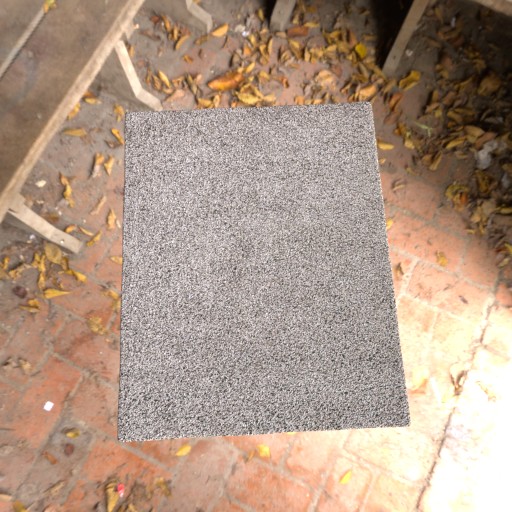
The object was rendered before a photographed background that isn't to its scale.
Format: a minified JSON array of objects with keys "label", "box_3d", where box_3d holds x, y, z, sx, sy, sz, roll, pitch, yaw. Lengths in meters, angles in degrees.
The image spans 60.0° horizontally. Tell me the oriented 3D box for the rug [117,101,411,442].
[{"label":"rug","box_3d":[0.000,0.000,4.034,2.438,0.029,3.047,-3,76,-1]}]
